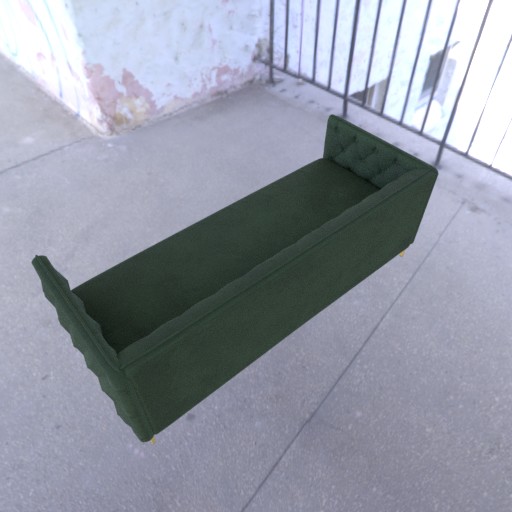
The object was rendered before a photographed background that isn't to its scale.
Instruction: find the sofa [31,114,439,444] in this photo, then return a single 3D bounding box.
[{"bbox_3d":[0.000,0.000,2.673,2.209,0.771,0.895,-31,54,-26],"label":"sofa"}]
